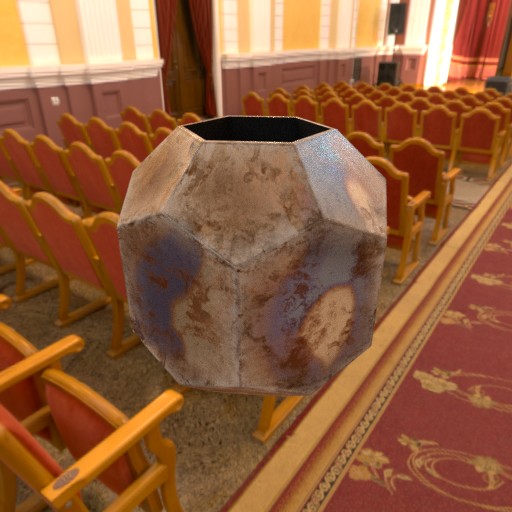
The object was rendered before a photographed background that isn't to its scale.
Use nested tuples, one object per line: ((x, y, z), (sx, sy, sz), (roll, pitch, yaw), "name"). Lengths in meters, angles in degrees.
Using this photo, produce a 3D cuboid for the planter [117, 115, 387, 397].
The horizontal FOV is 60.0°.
((0.000, 0.000, 0.420), (0.243, 0.238, 0.221), (18, 32, 32), "planter")
